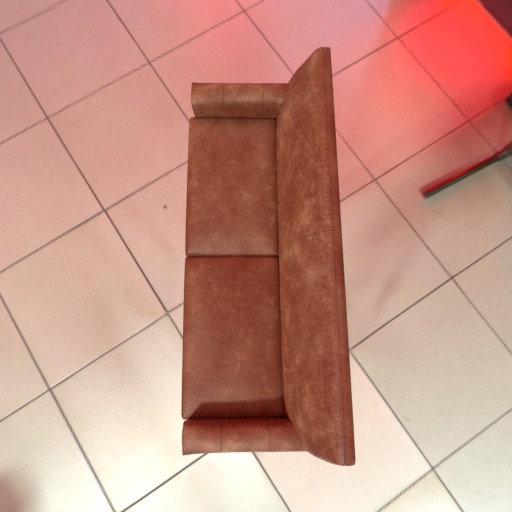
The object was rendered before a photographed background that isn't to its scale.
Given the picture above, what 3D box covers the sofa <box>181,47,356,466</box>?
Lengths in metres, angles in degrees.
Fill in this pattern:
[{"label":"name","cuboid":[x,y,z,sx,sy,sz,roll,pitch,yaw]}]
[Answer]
[{"label":"sofa","cuboid":[0.000,0.000,2.524,0.805,0.947,2.053,-1,76,0]}]
